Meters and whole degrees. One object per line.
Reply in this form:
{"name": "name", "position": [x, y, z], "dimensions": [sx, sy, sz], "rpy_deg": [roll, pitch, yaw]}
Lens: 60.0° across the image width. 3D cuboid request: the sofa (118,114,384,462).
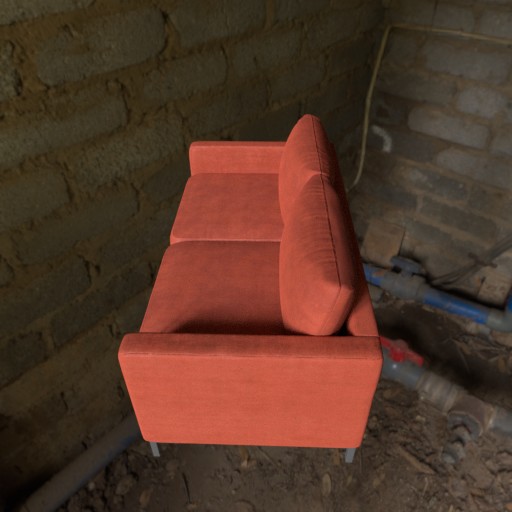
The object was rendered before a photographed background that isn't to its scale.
{"name": "sofa", "position": [0.000, 0.000, 2.107], "dimensions": [0.864, 0.896, 1.574], "rpy_deg": [1, 39, 1]}
